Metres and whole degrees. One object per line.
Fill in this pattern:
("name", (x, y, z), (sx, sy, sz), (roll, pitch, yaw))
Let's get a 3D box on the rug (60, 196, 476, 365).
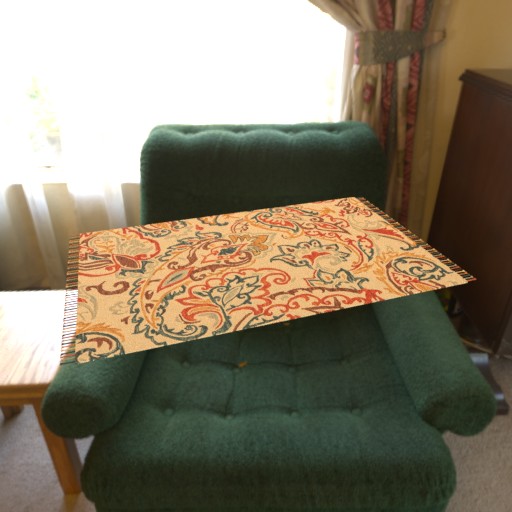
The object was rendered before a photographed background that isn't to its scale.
("rug", (0.000, 0.000, 3.211), (2.584, 0.010, 1.523), (-9, 31, -16))
